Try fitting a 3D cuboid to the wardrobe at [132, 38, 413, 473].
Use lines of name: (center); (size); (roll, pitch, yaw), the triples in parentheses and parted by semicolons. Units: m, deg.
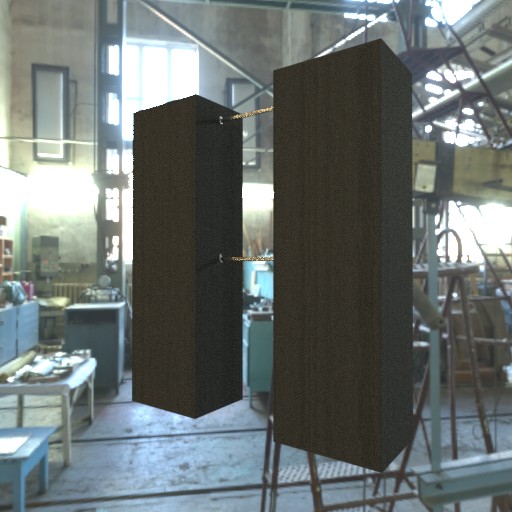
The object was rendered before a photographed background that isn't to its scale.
wardrobe: (0.000, 0.000, 2.750); (1.770, 2.000, 0.480); (0, -1, 36)
